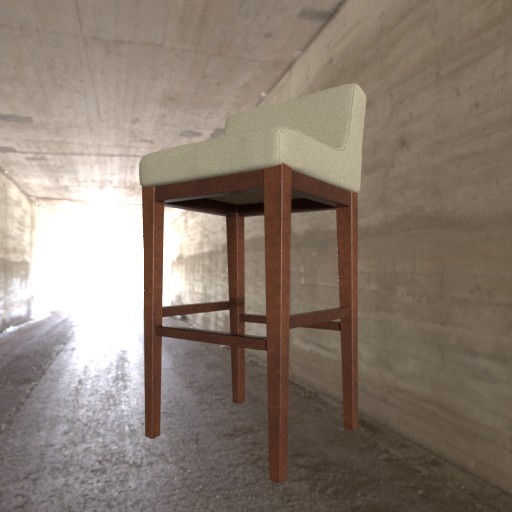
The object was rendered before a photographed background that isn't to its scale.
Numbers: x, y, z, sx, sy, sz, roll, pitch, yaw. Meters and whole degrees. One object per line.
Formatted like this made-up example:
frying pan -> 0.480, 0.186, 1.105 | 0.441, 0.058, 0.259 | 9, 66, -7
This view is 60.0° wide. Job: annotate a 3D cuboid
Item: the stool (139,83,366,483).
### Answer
stool -> 0.000, 0.000, 1.317 | 0.511, 1.037, 0.500 | -1, -2, 36
